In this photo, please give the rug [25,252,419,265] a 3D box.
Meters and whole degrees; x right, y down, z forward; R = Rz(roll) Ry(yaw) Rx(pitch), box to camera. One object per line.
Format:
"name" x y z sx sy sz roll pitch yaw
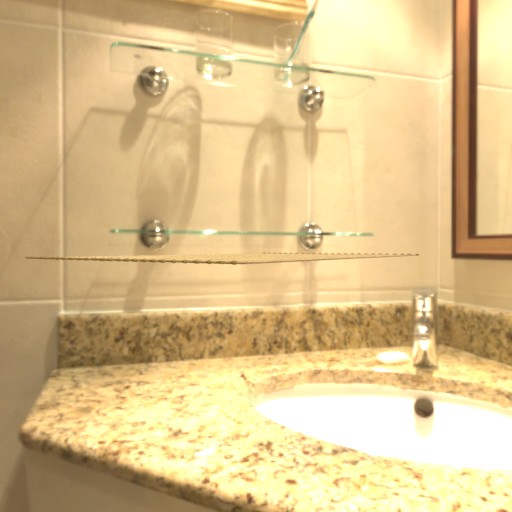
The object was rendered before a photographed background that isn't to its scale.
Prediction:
"rug" 0.000 0.000 3.069 1.540 0.018 2.435 1 1 36
